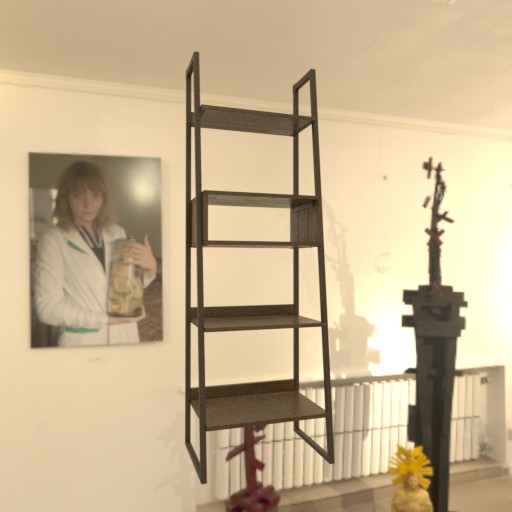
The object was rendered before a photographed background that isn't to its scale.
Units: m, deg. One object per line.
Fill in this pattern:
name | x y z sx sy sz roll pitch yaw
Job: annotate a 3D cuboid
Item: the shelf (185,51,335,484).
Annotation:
shelf | 0.000 0.000 2.267 0.652 2.005 0.454 0 -1 -18
